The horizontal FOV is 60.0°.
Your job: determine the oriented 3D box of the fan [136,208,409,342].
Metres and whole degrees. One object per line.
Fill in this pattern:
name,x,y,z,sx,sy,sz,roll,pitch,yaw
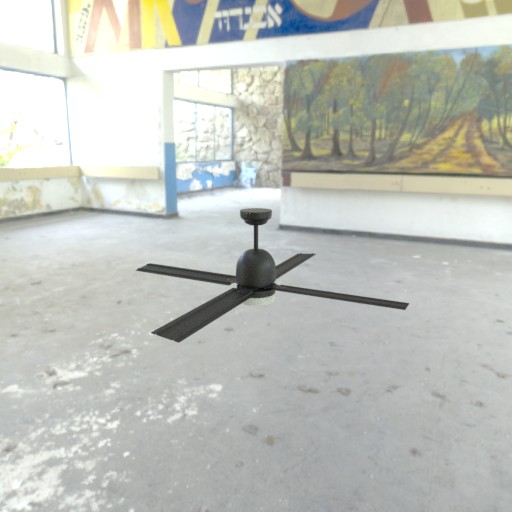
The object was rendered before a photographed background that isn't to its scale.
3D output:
fan,0.000,0.000,1.978,1.319,0.410,1.319,6,15,25
